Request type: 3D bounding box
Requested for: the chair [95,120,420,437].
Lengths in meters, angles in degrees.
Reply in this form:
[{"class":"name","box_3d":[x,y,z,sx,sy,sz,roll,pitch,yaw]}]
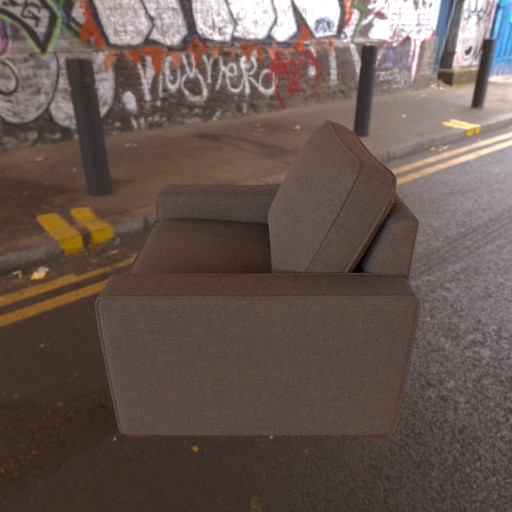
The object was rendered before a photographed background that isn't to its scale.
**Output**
[{"class":"chair","box_3d":[0.000,0.000,1.720,0.940,0.919,1.017,0,27,0]}]
